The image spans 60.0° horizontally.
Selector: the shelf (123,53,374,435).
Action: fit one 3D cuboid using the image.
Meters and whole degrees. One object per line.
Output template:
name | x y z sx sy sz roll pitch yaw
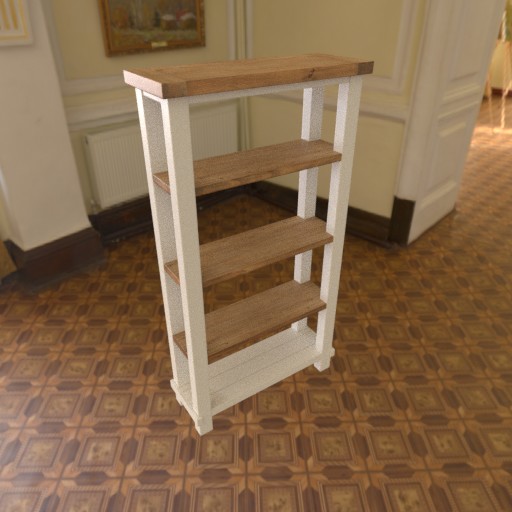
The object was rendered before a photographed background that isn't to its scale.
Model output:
shelf | 0.000 0.000 2.354 1.022 1.878 0.381 -19 36 -29
